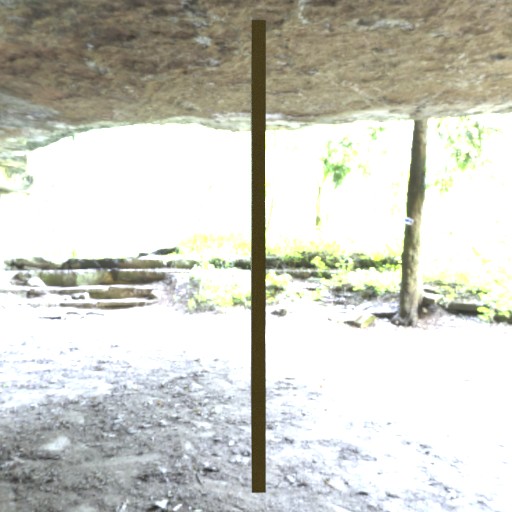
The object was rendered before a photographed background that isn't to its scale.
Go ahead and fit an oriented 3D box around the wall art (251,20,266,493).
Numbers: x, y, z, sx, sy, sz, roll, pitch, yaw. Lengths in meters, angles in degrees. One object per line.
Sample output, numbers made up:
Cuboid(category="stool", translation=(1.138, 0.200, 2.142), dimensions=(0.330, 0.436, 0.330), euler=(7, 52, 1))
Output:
Cuboid(category="wall art", translation=(0.000, 0.000, 1.338), dimensions=(0.030, 1.002, 0.798), euler=(0, 0, -1))
